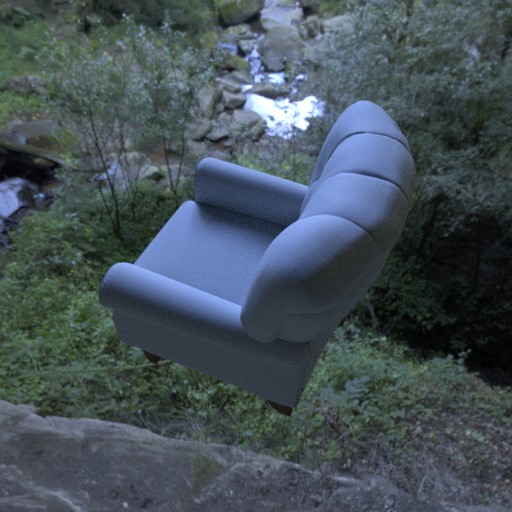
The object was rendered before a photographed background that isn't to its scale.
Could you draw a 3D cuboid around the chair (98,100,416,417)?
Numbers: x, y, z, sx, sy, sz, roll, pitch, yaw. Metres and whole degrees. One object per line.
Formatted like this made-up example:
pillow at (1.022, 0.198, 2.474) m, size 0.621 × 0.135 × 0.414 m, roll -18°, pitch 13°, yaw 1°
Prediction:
chair at (0.000, 0.000, 2.014) m, size 1.128 × 1.217 × 1.090 m, roll 17°, pitch 50°, yaw 15°
